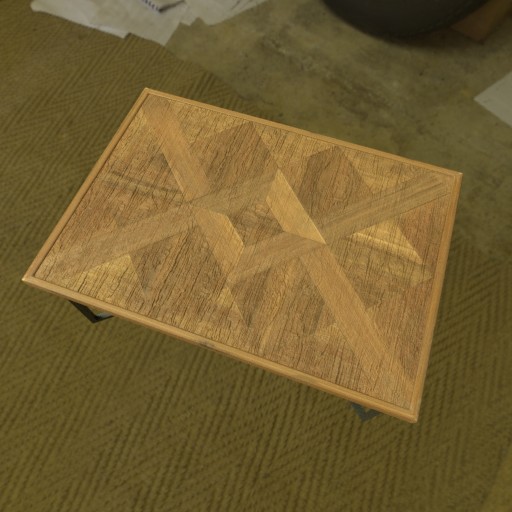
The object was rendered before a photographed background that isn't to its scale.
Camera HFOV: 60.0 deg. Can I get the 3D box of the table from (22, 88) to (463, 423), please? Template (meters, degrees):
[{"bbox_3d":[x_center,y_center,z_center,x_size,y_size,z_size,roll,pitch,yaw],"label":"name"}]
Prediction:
[{"bbox_3d":[0.000,0.000,1.687,1.238,0.492,0.877,18,65,9],"label":"table"}]
